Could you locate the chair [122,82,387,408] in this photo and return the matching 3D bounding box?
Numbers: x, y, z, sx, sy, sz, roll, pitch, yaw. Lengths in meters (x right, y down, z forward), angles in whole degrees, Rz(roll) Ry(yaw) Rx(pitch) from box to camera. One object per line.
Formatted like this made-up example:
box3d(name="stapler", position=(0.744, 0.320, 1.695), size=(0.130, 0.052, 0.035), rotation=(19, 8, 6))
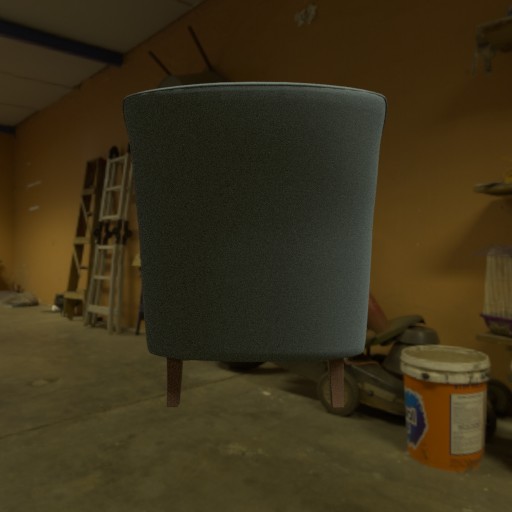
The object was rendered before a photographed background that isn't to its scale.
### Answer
box3d(name="chair", position=(0.000, 0.000, 1.553), size=(0.756, 0.916, 0.879), rotation=(0, 0, 1))
